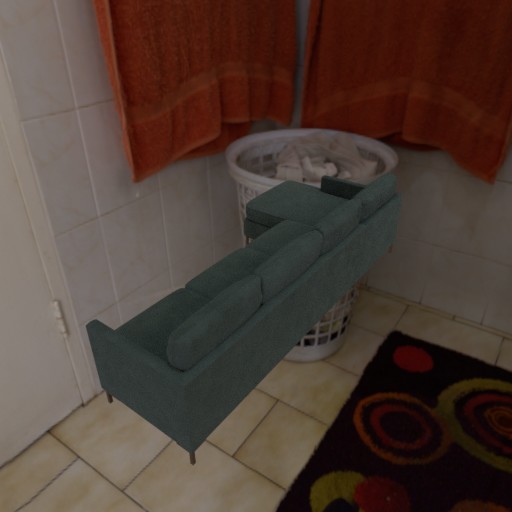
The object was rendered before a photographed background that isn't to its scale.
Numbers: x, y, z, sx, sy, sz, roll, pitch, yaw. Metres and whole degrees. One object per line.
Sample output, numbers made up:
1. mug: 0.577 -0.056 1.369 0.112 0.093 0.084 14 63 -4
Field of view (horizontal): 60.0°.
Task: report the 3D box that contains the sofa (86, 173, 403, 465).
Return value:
1. sofa: 0.000 0.000 4.128 1.500 0.967 3.400 21 37 31
